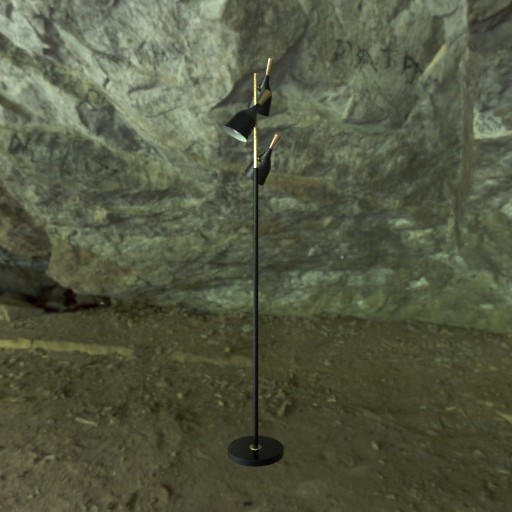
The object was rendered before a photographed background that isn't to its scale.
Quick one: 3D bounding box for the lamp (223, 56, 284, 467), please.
[{"bbox_3d":[0.000,0.000,1.990,0.253,1.778,0.434,0,1,18],"label":"lamp"}]
